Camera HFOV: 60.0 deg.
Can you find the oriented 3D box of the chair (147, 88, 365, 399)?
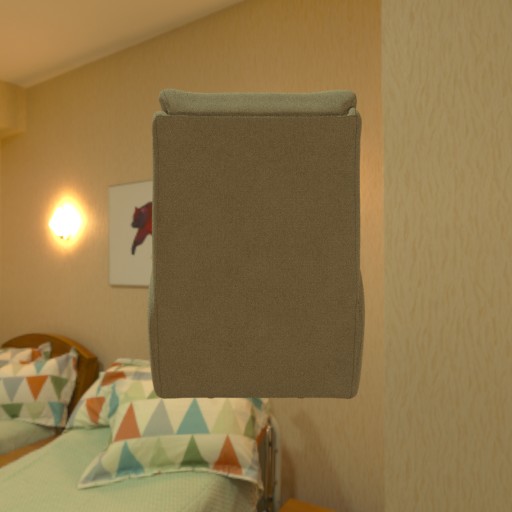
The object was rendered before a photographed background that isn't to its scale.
[{"bbox_3d":[0.000,0.000,1.736,0.794,1.021,0.940,0,-1,0],"label":"chair"}]
